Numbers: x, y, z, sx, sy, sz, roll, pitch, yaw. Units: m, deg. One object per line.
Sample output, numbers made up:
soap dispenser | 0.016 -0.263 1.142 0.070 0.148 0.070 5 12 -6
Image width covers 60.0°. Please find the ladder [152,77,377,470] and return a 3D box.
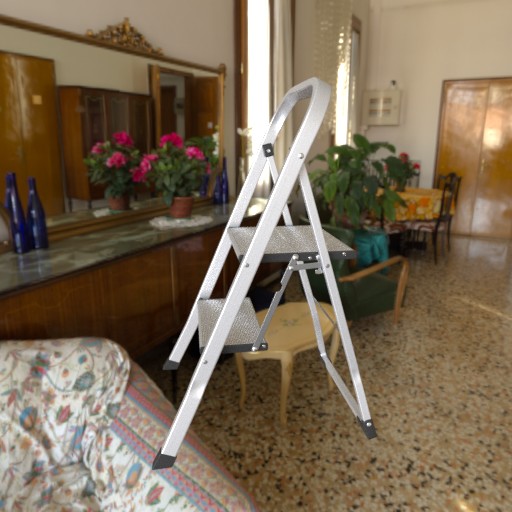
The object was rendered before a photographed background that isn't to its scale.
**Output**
ladder | 0.000 0.000 1.125 0.530 0.830 0.465 -2 15 -8
